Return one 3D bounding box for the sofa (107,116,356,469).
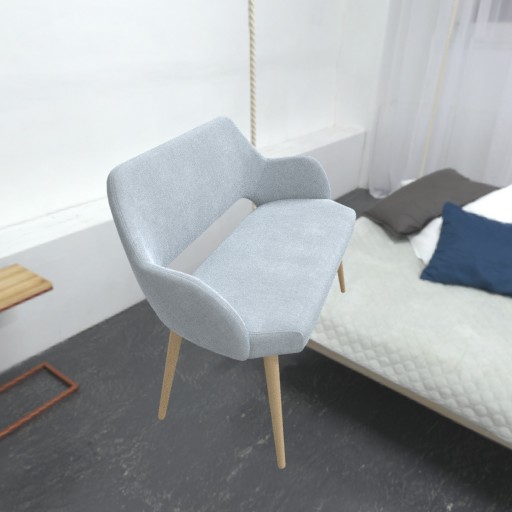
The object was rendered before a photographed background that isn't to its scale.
[{"bbox_3d":[0.000,0.000,1.650,0.610,0.840,1.150,10,31,18],"label":"sofa"}]
